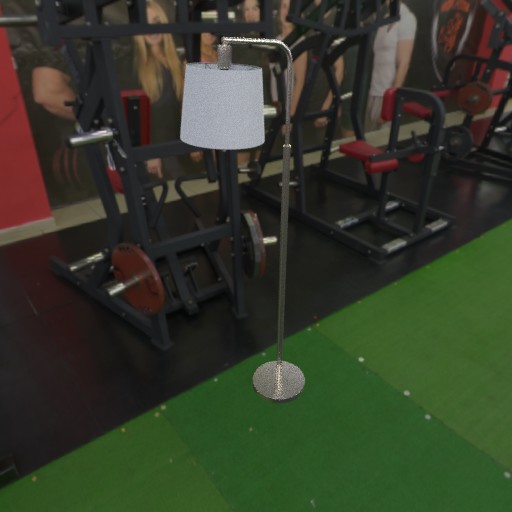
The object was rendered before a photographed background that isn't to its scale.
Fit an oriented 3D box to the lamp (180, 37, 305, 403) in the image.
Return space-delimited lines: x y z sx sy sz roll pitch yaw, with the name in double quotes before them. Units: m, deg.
"lamp" 0.000 0.000 1.656 0.508 1.478 0.254 -20 35 -30
